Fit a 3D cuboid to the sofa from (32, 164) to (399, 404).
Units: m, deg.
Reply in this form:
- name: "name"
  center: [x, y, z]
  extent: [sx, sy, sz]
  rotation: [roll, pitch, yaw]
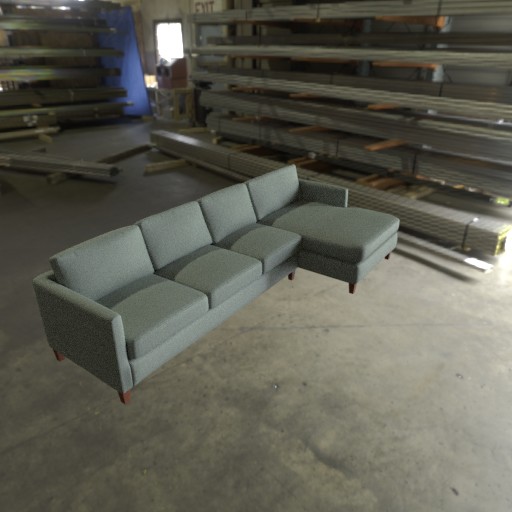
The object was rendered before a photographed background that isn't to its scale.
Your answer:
- name: "sofa"
  center: [0.000, 0.000, 4.179]
  extent: [1.604, 0.950, 3.471]
  rotation: [17, 30, 32]
